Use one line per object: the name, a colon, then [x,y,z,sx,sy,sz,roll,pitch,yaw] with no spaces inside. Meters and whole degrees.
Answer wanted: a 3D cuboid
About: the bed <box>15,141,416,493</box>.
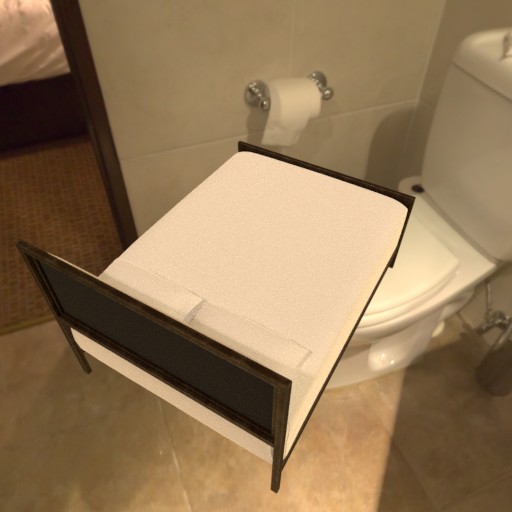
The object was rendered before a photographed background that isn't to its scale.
bed: [0.000,0.000,3.157,1.607,1.313,2.221,23,50,21]
